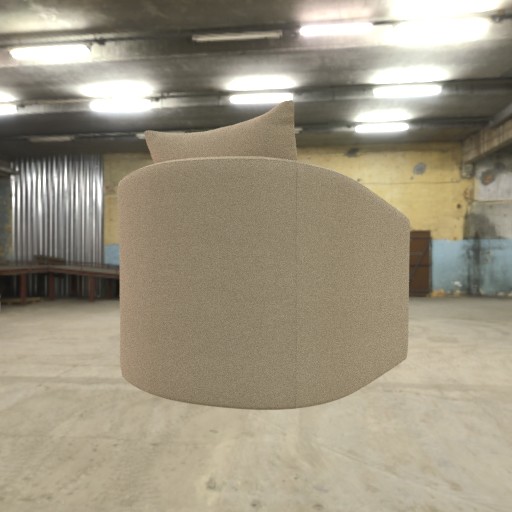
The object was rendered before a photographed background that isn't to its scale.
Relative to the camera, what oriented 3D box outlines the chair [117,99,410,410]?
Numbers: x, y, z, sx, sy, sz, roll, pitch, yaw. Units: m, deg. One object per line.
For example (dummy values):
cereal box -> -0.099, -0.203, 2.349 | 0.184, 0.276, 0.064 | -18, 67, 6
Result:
chair -> 0.000, 0.000, 1.568 | 0.845, 0.848, 0.910 | 0, 0, 34
